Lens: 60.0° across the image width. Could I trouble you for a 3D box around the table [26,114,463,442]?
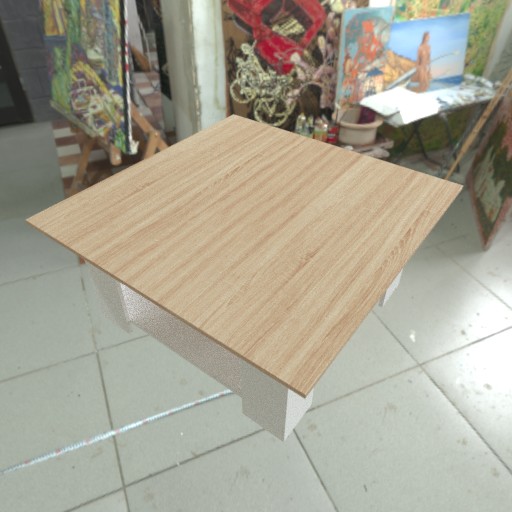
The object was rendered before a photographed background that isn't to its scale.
[{"bbox_3d":[0.000,0.000,1.049,0.670,0.305,0.670,26,47,27],"label":"table"}]
